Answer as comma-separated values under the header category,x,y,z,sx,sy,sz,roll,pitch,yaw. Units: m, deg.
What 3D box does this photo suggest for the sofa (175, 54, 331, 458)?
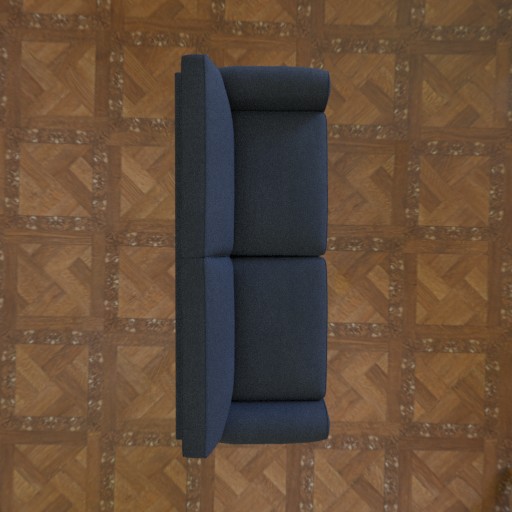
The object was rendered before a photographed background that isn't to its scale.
category,x,y,z,sx,sy,sz,roll,pitch,yaw
sofa,0.000,0.000,2.903,0.954,1.026,2.391,0,91,-1
